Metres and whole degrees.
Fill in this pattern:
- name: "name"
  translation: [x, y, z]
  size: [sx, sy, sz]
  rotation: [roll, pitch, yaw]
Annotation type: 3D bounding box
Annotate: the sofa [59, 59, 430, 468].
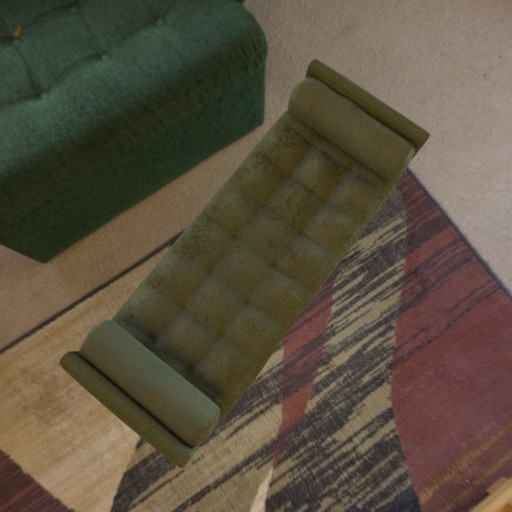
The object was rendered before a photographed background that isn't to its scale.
- name: "sofa"
  translation: [0.000, 0.000, 2.539]
  size: [0.817, 0.681, 2.130]
  rotation: [37, 79, 8]
